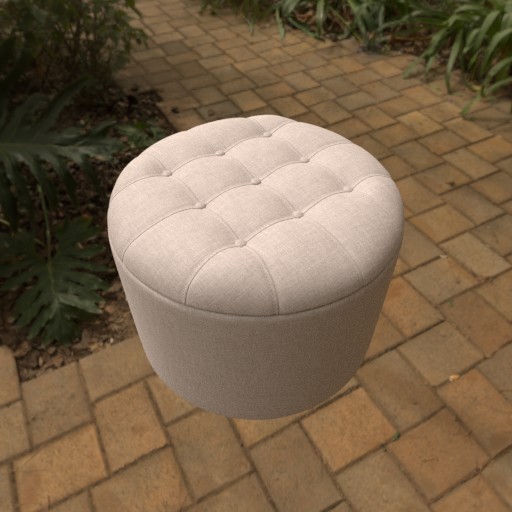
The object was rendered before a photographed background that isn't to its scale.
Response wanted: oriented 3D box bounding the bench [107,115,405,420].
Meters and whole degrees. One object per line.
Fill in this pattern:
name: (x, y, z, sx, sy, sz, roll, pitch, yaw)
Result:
bench: (0.000, 0.000, 1.023, 0.600, 0.453, 0.600, 0, 45, 0)
